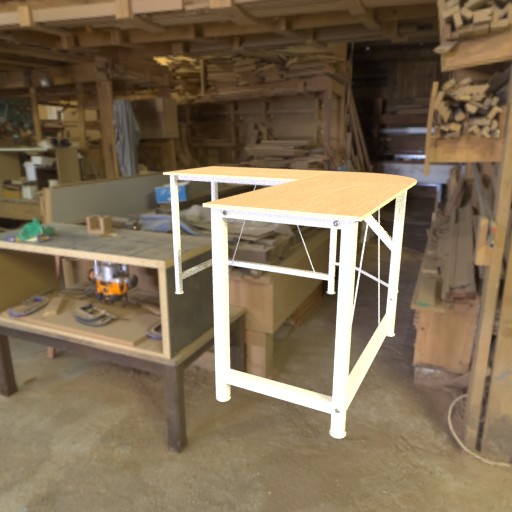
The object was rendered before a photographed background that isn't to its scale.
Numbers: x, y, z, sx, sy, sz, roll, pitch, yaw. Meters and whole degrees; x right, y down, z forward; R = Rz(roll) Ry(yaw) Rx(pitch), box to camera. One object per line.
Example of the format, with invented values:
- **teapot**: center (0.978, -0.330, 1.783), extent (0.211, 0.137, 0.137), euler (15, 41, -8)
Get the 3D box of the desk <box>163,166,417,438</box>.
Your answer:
- **desk**: center (0.000, 0.000, 2.272), extent (1.400, 0.762, 1.400), euler (8, 18, 26)
